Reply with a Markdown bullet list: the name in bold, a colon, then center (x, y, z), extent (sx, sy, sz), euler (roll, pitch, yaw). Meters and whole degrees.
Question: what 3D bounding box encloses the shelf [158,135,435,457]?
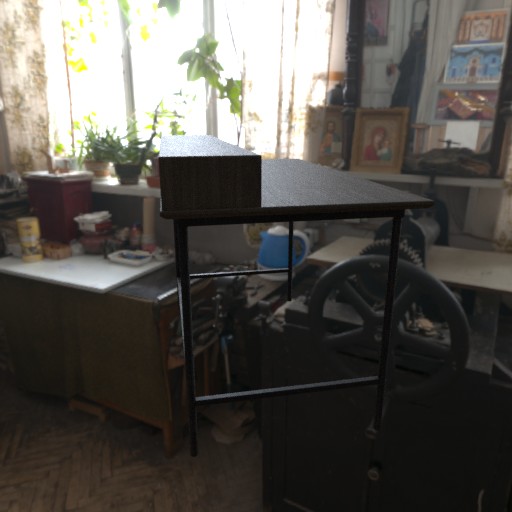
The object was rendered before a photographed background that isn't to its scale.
- **shelf**: center (0.000, 0.000, 1.723), extent (0.685, 0.865, 1.212), euler (-3, 18, -11)
